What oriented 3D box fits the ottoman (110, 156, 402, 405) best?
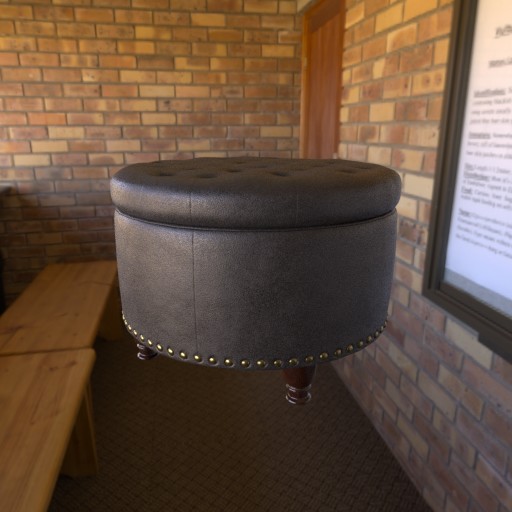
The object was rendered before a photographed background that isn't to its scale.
[{"bbox_3d":[0.000,0.000,1.064,0.637,0.442,0.637,0,16,0],"label":"ottoman"}]
